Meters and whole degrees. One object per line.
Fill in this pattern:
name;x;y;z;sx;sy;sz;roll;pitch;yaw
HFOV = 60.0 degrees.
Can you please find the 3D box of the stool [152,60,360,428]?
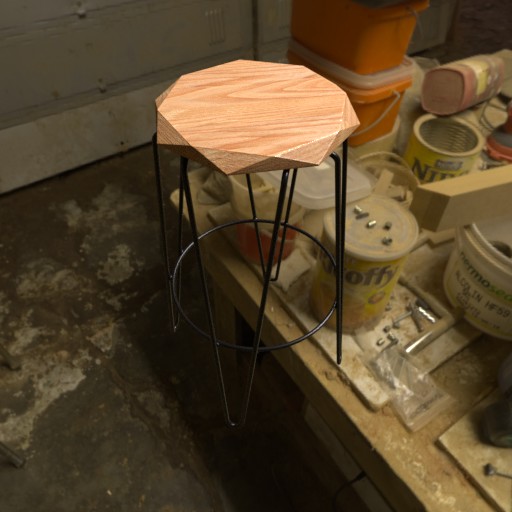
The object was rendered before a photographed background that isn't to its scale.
stool;0.000;0.000;0.812;0.326;0.610;0.326;-25;52;-21
